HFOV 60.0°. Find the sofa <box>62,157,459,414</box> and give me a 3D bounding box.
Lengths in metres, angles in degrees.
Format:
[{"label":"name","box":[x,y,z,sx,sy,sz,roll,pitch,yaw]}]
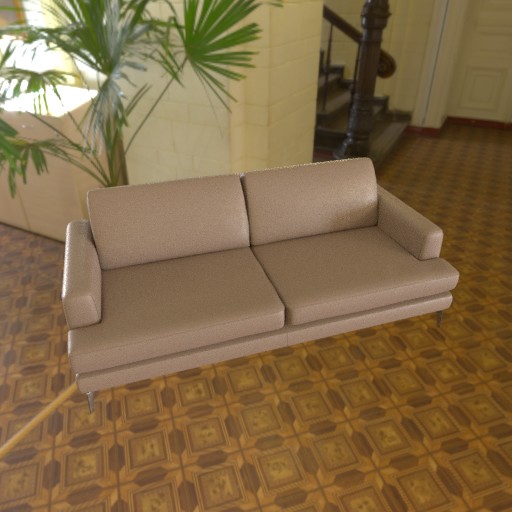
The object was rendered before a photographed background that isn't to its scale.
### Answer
[{"label":"sofa","box":[0.000,0.000,2.423,1.940,0.765,0.974,-10,33,-15]}]
